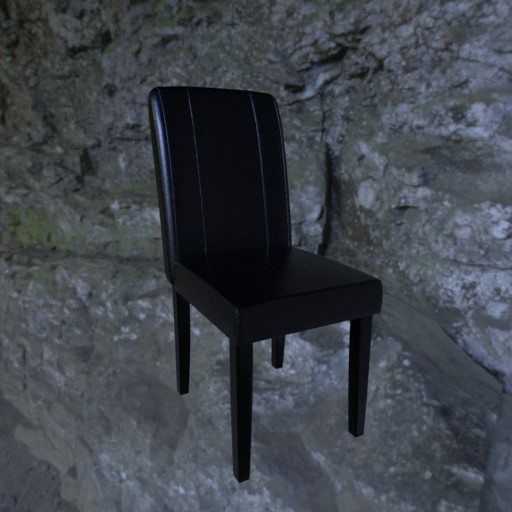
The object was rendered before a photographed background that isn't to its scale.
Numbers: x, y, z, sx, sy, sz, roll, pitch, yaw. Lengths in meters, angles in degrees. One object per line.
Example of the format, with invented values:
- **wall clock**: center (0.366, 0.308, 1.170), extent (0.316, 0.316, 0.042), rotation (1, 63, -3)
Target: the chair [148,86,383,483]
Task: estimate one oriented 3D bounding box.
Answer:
- **chair**: center (0.000, 0.000, 1.188), extent (0.399, 0.897, 0.556), rotation (-8, 16, -27)
